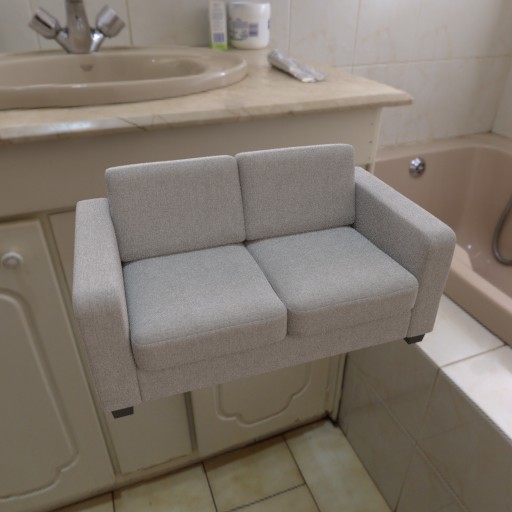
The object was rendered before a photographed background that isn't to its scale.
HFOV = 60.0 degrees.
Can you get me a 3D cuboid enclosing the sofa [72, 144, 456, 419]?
[{"bbox_3d":[0.000,0.000,2.061,1.540,0.800,0.900,-10,33,-15],"label":"sofa"}]
